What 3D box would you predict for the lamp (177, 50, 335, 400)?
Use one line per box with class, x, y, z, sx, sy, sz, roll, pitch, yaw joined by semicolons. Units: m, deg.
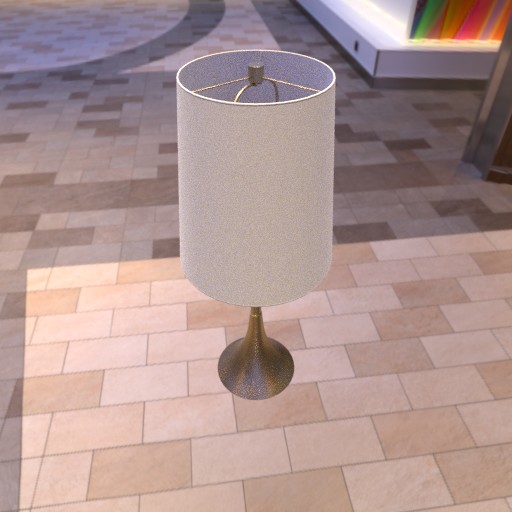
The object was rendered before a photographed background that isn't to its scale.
lamp;0.000;0.000;0.685;0.231;0.569;0.231;0;41;0
